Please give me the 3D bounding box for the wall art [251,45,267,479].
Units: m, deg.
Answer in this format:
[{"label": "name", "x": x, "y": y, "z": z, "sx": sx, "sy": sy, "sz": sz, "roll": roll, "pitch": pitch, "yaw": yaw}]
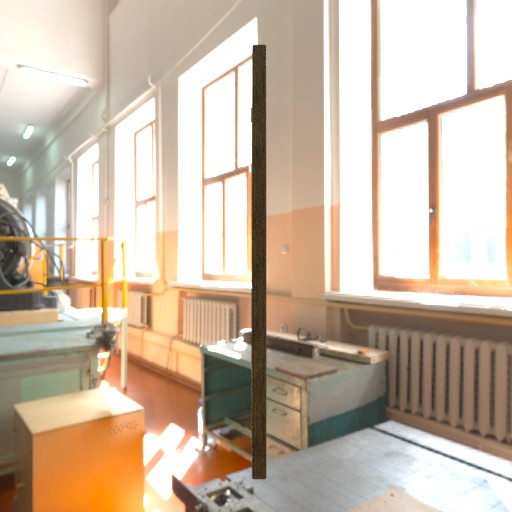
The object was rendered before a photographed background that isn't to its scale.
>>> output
[{"label": "wall art", "x": 0.000, "y": 0.000, "z": 0.851, "sx": 0.021, "sy": 0.582, "sz": 0.561, "roll": 0, "pitch": -1, "yaw": -1}]
